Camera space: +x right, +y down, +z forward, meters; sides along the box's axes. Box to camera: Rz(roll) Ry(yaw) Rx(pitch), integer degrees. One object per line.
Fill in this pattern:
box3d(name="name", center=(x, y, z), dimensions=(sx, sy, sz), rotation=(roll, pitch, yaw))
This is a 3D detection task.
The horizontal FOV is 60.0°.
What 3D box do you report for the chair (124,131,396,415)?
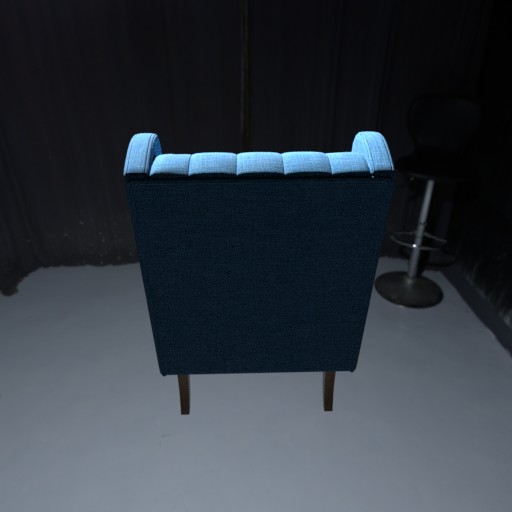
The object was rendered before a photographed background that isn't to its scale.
box3d(name="chair", center=(0.000, 0.000, 1.547), dimensions=(0.711, 0.952, 0.775), rotation=(-1, 30, -1))
